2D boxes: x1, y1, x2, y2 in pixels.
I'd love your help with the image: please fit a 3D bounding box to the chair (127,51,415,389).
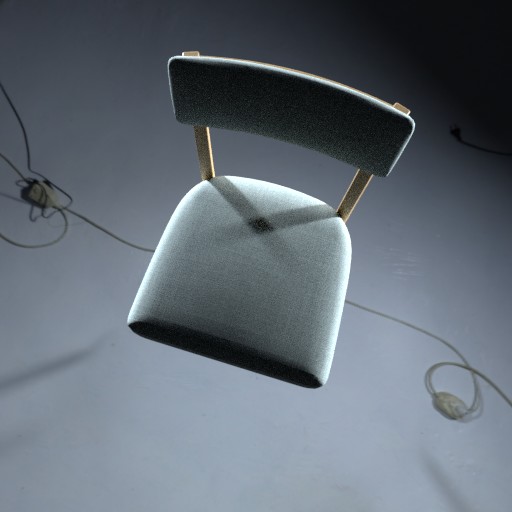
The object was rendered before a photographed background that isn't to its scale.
[{"bbox_3d":[0.000,0.000,1.170,0.508,0.832,0.572,16,76,4],"label":"chair"}]
